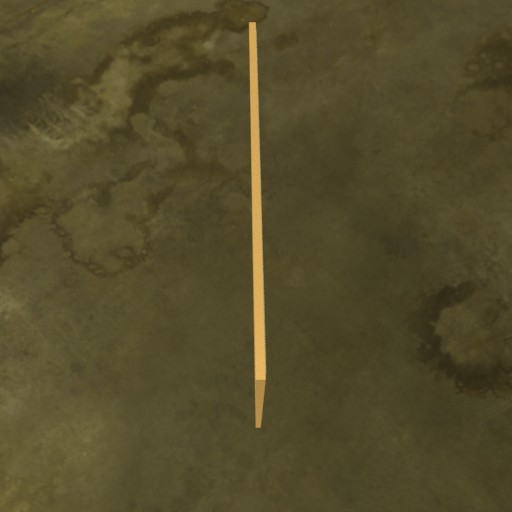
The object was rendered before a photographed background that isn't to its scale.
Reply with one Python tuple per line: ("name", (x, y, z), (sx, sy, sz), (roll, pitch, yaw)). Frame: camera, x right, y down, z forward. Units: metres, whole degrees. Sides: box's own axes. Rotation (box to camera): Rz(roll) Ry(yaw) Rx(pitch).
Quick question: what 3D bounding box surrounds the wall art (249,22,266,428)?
("wall art", (0.000, 0.000, 0.983), (0.014, 0.655, 0.657), (-1, 64, 0))
